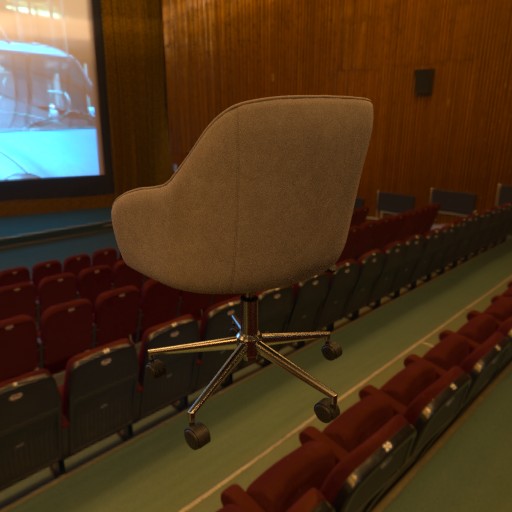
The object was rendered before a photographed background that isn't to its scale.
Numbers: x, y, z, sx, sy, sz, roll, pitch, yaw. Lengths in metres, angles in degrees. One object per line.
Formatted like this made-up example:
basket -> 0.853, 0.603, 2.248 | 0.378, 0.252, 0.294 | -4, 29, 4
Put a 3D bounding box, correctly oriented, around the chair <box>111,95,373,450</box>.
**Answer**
chair -> 0.000, 0.000, 1.250 | 0.573, 0.831, 0.635 | 16, 24, 42
